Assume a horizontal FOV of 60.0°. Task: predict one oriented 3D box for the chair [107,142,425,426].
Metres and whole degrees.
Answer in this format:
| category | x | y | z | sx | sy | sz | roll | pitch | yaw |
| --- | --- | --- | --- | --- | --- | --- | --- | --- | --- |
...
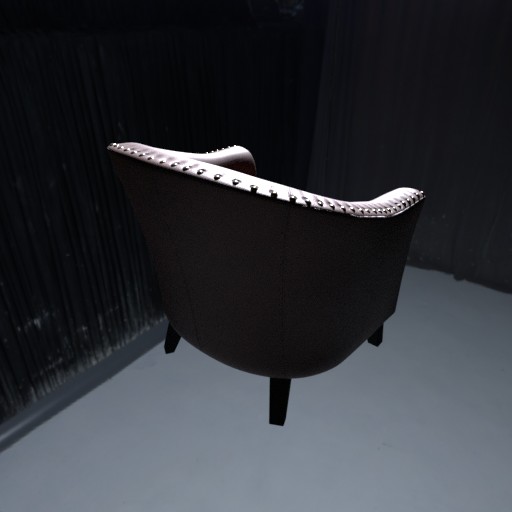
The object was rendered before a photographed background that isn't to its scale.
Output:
| category | x | y | z | sx | sy | sz | roll | pitch | yaw |
| --- | --- | --- | --- | --- | --- | --- | --- | --- | --- |
| chair | 0.000 | 0.000 | 1.445 | 0.794 | 0.823 | 0.748 | 23 | 37 | 34 |
